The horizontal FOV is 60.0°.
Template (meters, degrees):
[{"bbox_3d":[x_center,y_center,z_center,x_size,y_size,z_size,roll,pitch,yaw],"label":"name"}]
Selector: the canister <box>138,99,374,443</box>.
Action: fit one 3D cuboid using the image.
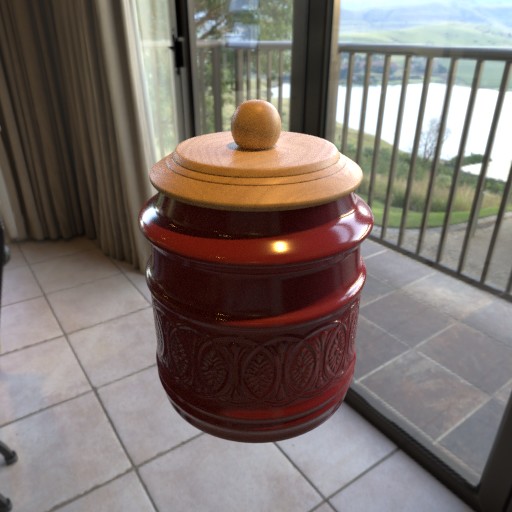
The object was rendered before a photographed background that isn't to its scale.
[{"bbox_3d":[0.000,0.000,0.263,0.130,0.176,0.130,0,27,0],"label":"canister"}]
